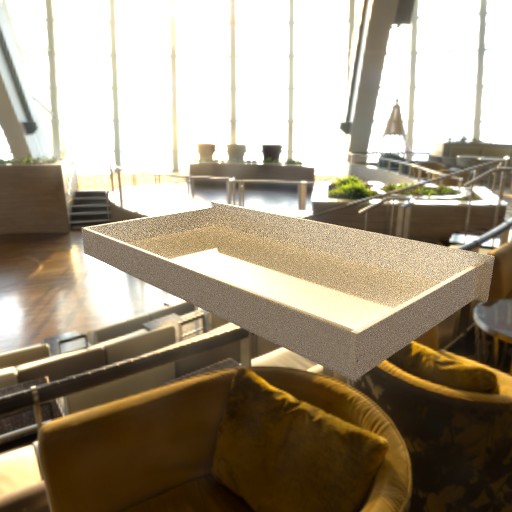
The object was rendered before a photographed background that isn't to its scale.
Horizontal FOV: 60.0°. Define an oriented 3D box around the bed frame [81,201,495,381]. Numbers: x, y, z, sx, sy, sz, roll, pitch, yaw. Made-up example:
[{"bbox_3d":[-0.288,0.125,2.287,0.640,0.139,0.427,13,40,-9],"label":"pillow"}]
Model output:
[{"bbox_3d":[0.000,0.000,1.528,0.670,0.141,1.300,-16,23,-42],"label":"bed frame"}]
